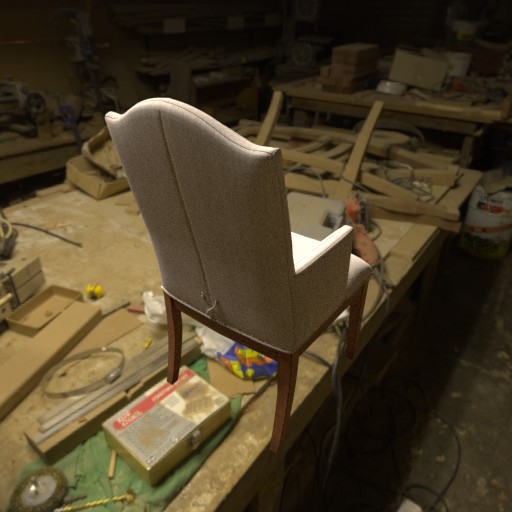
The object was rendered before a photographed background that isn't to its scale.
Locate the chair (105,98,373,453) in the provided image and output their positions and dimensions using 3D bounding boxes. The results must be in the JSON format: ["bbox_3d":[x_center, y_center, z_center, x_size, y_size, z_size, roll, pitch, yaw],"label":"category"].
[{"bbox_3d":[0.000,0.000,1.354,0.533,1.016,0.641,21,36,31],"label":"chair"}]
